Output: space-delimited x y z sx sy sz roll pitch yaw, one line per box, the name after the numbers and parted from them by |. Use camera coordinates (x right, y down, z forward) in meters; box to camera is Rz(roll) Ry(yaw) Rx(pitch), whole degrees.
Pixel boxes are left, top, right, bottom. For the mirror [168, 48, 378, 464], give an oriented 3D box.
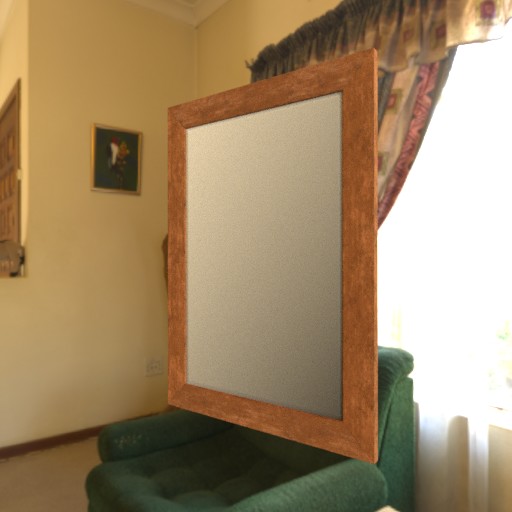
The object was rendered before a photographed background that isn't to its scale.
0.000 0.000 1.415 0.796 1.099 0.028 0 0 37 | mirror
